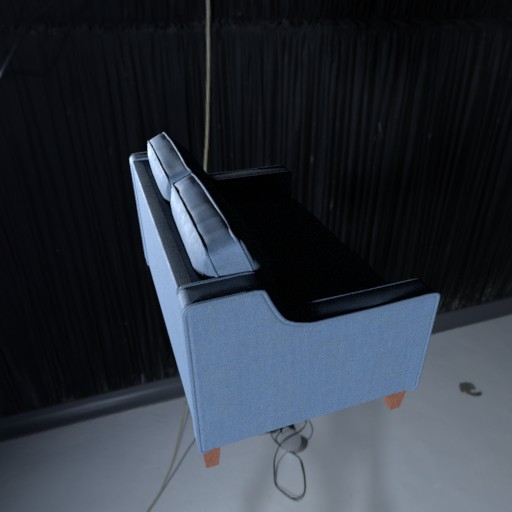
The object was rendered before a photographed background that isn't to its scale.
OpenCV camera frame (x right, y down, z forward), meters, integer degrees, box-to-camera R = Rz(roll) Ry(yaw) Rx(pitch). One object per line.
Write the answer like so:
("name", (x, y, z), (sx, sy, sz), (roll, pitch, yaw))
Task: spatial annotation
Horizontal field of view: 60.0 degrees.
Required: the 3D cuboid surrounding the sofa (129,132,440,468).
("sofa", (0.000, 0.000, 2.201), (0.987, 0.971, 1.501), (-10, 32, -17))
